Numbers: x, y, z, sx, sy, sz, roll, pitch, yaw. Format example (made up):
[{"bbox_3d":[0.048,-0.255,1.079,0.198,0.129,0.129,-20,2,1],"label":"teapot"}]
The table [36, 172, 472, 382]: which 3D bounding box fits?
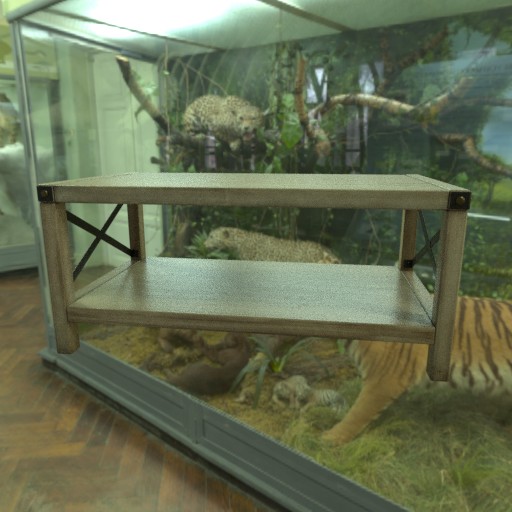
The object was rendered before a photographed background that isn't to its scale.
[{"bbox_3d":[0.000,0.000,1.321,1.016,0.456,0.559,2,14,8],"label":"table"}]
